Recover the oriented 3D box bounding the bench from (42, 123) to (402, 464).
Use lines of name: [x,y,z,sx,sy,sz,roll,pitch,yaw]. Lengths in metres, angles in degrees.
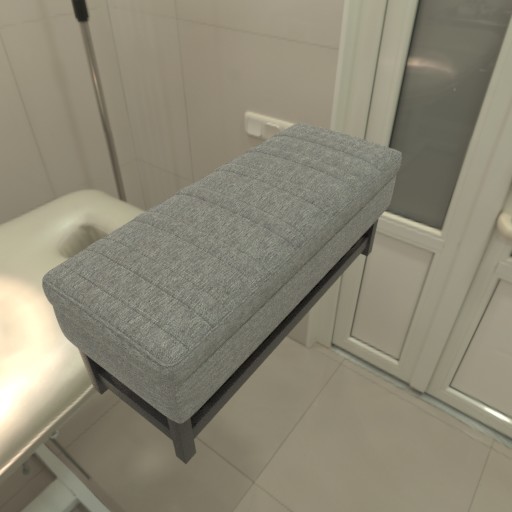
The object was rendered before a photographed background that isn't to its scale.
bench: [0.000,0.000,1.346,0.429,0.470,1.100,26,46,28]
